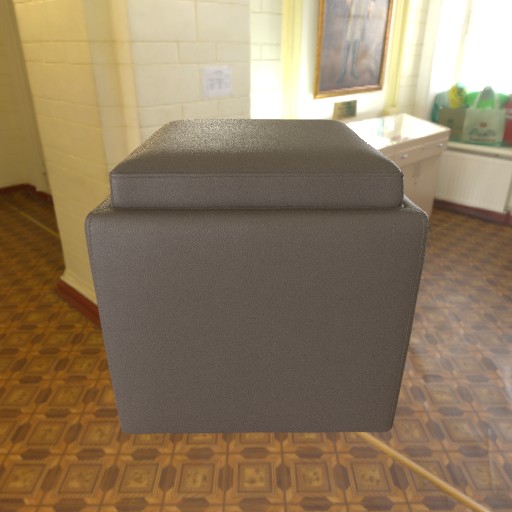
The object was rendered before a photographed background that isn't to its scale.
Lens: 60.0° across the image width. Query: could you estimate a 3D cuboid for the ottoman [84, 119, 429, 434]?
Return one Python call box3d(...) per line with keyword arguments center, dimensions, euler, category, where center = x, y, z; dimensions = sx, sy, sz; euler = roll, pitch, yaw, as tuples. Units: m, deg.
box3d(center=(0.000, 0.000, 0.815), dimensions=(0.450, 0.460, 0.451), euler=(0, 25, 0), category="ottoman")
